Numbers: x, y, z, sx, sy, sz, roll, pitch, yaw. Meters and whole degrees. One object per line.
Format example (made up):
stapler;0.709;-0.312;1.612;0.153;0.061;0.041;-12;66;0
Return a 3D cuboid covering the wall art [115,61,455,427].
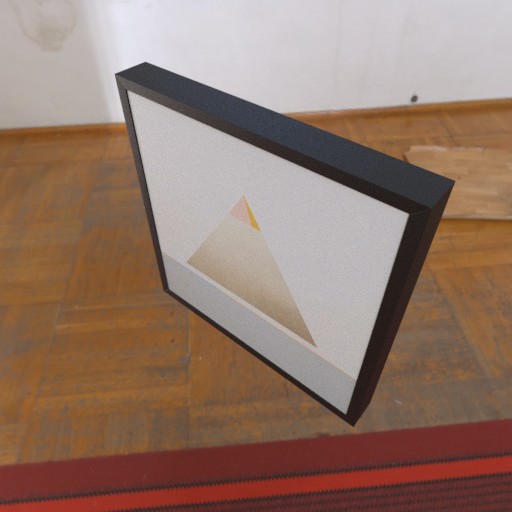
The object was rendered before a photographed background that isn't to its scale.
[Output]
wall art;0.000;0.000;0.451;0.304;0.303;0.037;30;52;27
